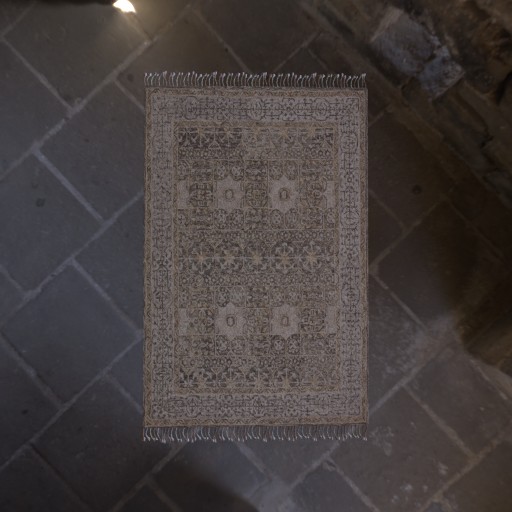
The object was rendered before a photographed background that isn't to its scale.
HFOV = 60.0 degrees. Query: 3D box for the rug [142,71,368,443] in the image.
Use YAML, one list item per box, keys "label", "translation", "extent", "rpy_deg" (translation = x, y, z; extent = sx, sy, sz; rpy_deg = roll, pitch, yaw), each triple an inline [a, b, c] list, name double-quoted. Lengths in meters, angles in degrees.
- label: "rug"
  translation: [0.000, 0.000, 2.432]
  extent: [1.237, 0.010, 2.029]
  rpy_deg: [0, 89, -2]
